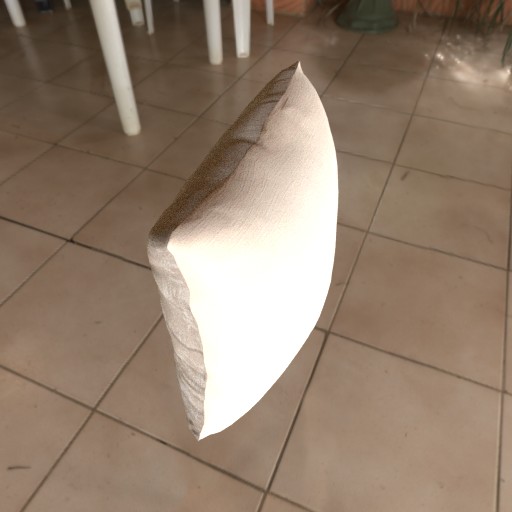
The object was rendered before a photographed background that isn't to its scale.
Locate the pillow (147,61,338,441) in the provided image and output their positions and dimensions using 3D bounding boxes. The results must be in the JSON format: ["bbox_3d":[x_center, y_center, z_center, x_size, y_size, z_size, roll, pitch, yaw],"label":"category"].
[{"bbox_3d":[0.000,0.000,0.703,0.245,0.448,0.450,16,48,15],"label":"pillow"}]
